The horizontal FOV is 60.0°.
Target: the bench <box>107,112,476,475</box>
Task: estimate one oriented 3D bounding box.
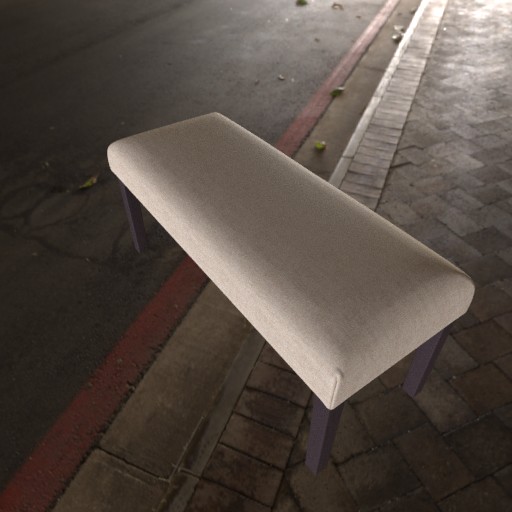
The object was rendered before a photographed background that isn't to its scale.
[{"bbox_3d":[0.000,0.000,1.246,0.407,0.456,1.013,-26,48,-26],"label":"bench"}]
